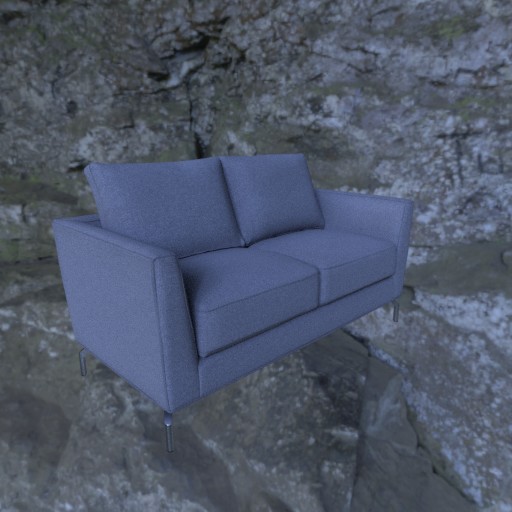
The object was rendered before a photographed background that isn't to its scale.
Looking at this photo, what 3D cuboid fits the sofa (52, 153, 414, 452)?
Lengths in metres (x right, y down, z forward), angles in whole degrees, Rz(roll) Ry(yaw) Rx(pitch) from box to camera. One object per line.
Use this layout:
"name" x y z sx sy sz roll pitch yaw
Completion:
"sofa" 0.000 0.000 2.138 1.594 0.924 0.803 -15 21 -42
